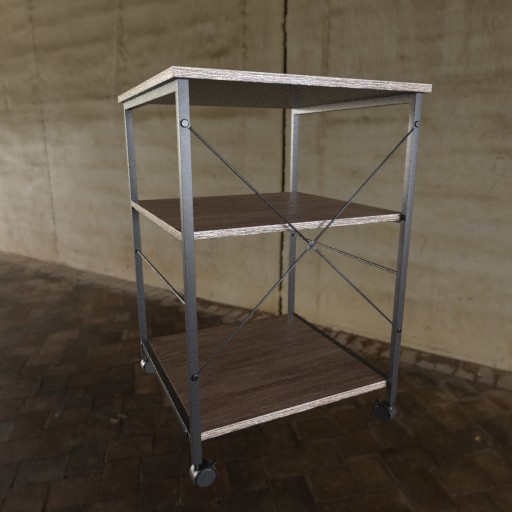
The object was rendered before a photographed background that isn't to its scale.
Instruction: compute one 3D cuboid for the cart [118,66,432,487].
[{"bbox_3d":[0.000,0.000,1.087,0.521,0.762,0.520,-7,16,-24],"label":"cart"}]
